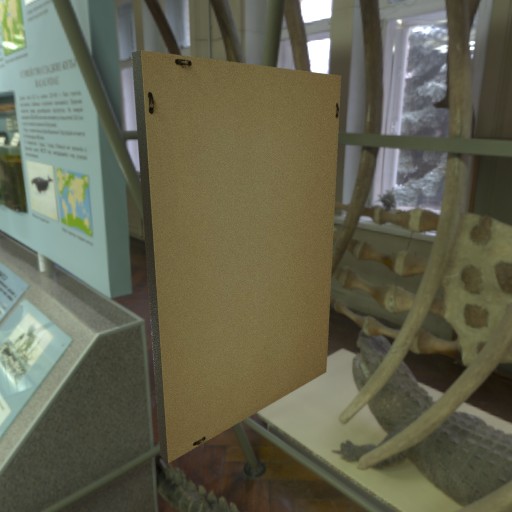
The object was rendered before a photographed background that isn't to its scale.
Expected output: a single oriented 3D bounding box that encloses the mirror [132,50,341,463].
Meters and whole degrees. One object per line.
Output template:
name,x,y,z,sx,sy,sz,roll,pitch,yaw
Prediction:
mirror,0.000,0.000,1.152,0.609,0.915,0.041,-15,22,-41
